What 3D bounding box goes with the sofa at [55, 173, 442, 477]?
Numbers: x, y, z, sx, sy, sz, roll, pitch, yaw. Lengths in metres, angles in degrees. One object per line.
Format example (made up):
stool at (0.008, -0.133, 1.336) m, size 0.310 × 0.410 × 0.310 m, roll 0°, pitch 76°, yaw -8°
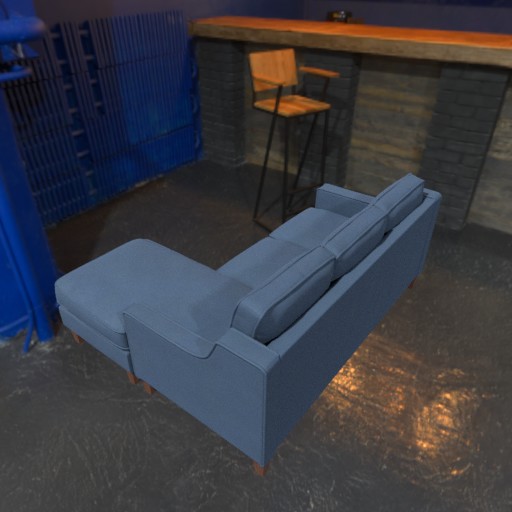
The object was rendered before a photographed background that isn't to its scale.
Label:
sofa at (0.000, 0.000, 3.320) m, size 1.858 × 1.066 × 2.317 m, roll 23°, pitch 39°, yaw 31°
